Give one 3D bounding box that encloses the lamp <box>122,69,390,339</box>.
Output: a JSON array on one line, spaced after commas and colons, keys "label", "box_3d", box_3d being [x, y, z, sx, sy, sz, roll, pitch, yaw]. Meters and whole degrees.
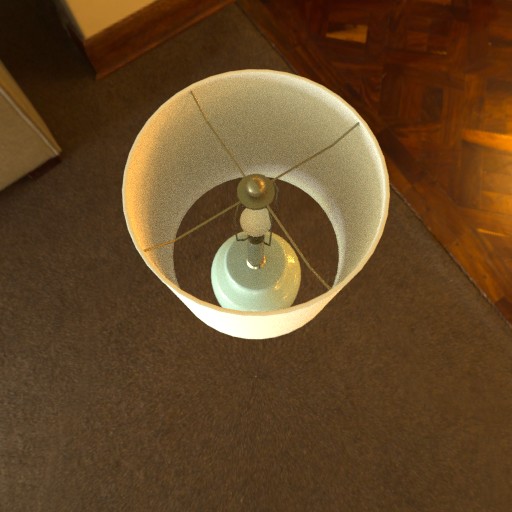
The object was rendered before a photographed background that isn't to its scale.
[{"label": "lamp", "box_3d": [0.000, 0.000, 1.113, 0.418, 0.871, 0.418, 5, 75, 1]}]
